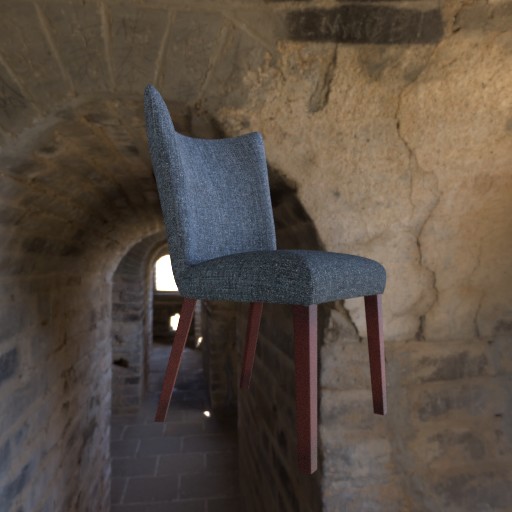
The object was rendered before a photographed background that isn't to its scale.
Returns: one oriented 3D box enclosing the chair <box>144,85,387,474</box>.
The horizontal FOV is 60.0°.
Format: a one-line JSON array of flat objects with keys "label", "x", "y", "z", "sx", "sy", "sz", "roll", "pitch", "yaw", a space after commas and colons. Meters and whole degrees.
[{"label": "chair", "x": 0.000, "y": 0.000, "z": 1.301, "sx": 0.623, "sy": 0.924, "sz": 0.535, "roll": -1, "pitch": -1, "yaw": 35}]
